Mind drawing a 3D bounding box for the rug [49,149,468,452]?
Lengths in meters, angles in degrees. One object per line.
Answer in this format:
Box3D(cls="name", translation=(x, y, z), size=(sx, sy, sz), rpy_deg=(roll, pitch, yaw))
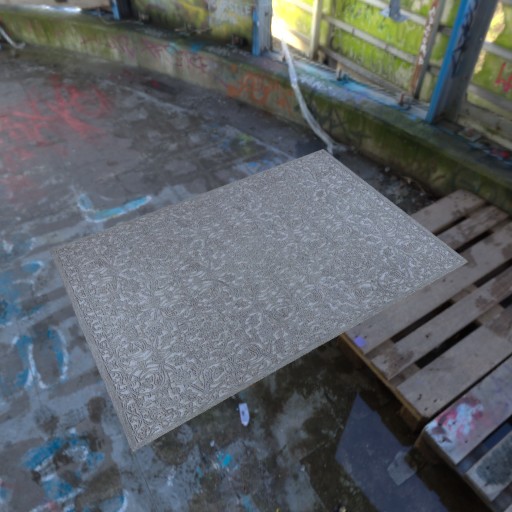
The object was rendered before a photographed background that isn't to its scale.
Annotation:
Box3D(cls="rug", translation=(0.000, 0.000, 2.326), size=(1.827, 0.006, 1.221), rpy_deg=(-24, 51, -21))
